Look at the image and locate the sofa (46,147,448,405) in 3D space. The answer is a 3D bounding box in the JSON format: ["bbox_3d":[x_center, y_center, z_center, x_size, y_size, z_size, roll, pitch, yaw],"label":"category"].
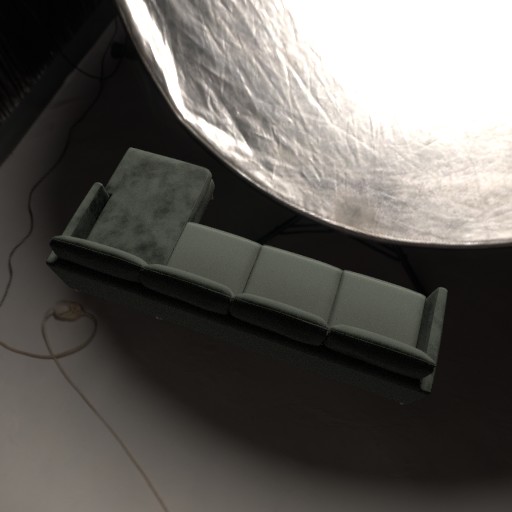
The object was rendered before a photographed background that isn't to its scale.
[{"bbox_3d":[0.000,0.000,3.300,2.725,0.756,1.255,18,65,9],"label":"sofa"}]
